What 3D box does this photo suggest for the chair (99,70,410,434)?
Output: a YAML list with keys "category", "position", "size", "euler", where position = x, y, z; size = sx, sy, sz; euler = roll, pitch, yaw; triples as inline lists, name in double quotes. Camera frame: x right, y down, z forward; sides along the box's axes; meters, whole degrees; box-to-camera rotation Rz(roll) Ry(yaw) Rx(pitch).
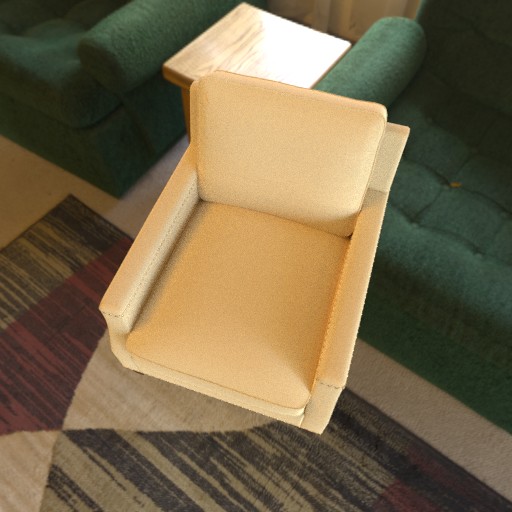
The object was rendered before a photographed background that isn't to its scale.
- category: "chair"
  position: [0.000, 0.000, 1.698]
  size: [0.853, 0.943, 1.014]
  euler: [16, 60, 10]
